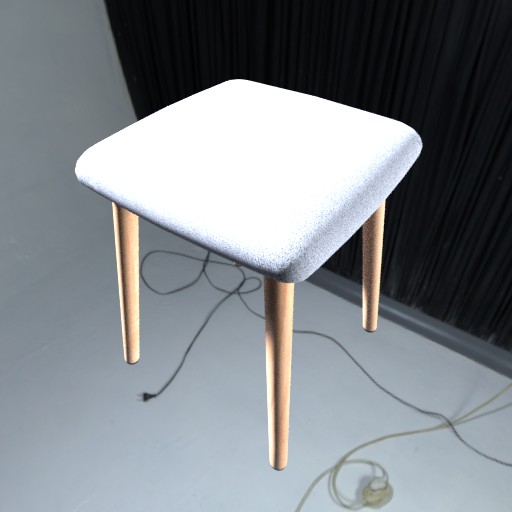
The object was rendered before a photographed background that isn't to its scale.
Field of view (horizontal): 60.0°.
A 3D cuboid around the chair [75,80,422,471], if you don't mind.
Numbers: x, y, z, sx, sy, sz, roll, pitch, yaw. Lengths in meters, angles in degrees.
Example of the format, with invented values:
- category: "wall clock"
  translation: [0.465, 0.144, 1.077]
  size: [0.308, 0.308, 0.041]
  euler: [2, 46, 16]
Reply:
- category: "chair"
  translation: [0.000, 0.000, 0.693]
  size: [0.350, 0.440, 0.350]
  euler: [26, 48, 26]
